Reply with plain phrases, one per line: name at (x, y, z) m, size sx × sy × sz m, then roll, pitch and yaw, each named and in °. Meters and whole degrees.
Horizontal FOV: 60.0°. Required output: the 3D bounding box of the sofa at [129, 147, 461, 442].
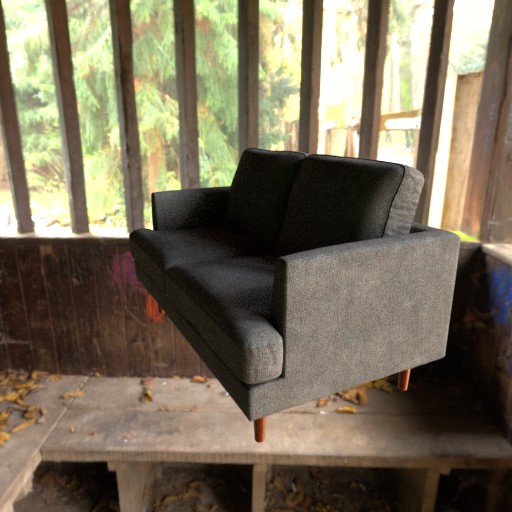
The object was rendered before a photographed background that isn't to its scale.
sofa at (0.000, 0.000, 2.129) m, size 0.903 × 0.956 × 1.582 m, roll -8°, pitch 19°, yaw -26°
